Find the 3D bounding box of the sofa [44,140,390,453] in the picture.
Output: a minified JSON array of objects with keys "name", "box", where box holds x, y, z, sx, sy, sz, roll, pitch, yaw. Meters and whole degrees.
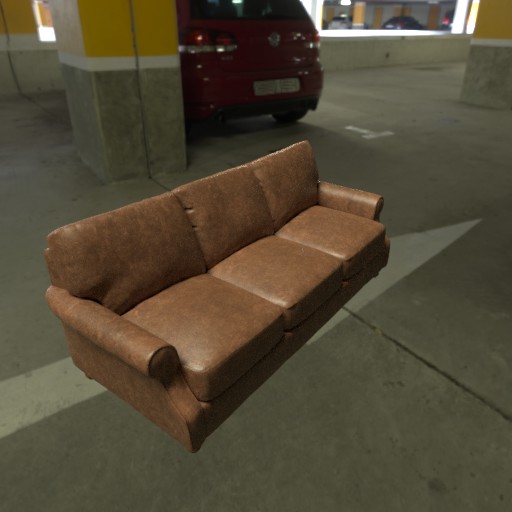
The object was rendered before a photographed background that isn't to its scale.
[{"name":"sofa","box":[0.000,0.000,2.792,0.973,0.977,2.351,20,34,32]}]
